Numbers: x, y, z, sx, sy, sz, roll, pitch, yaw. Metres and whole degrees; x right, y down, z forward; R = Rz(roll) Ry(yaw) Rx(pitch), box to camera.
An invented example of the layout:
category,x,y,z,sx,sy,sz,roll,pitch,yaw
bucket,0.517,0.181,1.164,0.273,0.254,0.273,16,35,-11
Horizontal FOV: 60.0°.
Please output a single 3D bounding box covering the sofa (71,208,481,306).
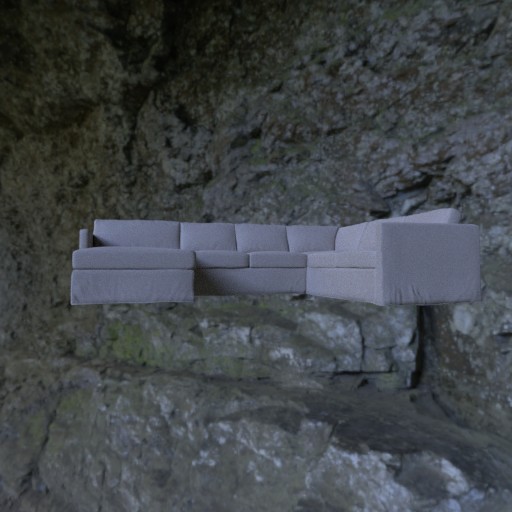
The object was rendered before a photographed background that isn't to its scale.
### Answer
category,x,y,z,sx,sy,sz,roll,pitch,yaw
sofa,0.000,0.000,4.610,3.528,0.878,2.476,0,-1,-17
